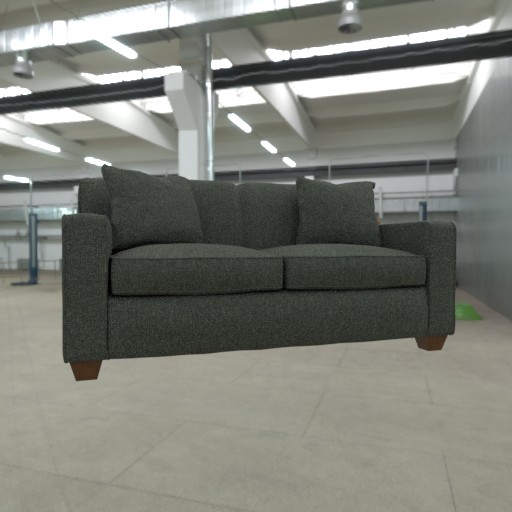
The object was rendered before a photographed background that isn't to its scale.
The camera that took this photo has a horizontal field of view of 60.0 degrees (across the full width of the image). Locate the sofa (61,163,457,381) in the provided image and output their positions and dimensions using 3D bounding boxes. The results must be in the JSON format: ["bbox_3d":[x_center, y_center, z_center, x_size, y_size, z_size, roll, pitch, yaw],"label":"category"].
[{"bbox_3d":[0.000,0.000,2.387,1.846,0.958,0.998,0,1,-18],"label":"sofa"}]
